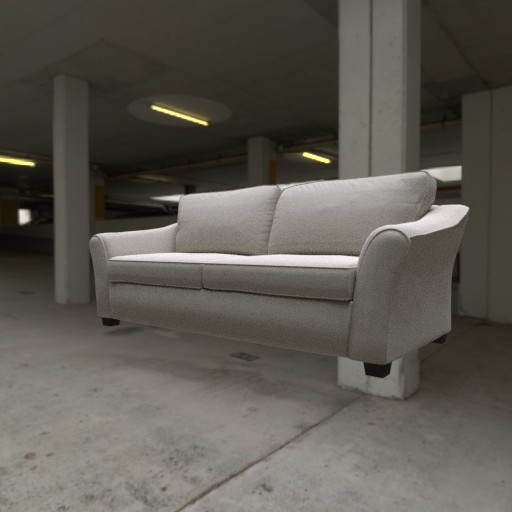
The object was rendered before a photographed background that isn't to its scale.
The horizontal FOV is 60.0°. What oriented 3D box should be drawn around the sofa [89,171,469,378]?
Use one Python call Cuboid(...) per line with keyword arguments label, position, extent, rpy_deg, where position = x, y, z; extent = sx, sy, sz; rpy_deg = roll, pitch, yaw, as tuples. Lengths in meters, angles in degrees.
Cuboid(label="sofa", position=(0.000, 0.000, 2.759), extent=(2.270, 0.965, 0.980), rpy_deg=(1, 2, 38))
